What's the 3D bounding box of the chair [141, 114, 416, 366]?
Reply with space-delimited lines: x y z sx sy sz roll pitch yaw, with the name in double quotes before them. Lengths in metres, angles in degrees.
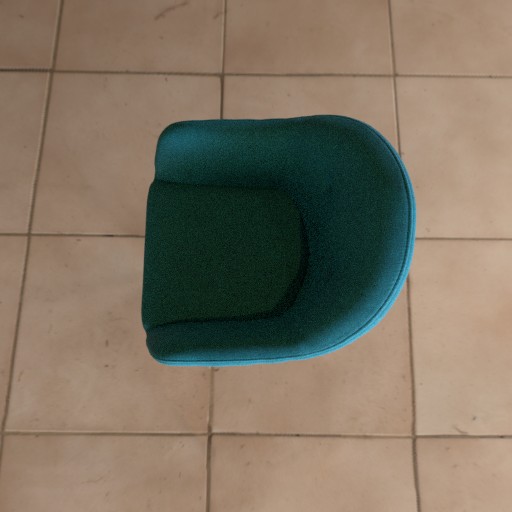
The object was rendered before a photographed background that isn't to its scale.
"chair" 0.000 0.000 1.145 0.565 0.775 0.545 0 77 0
